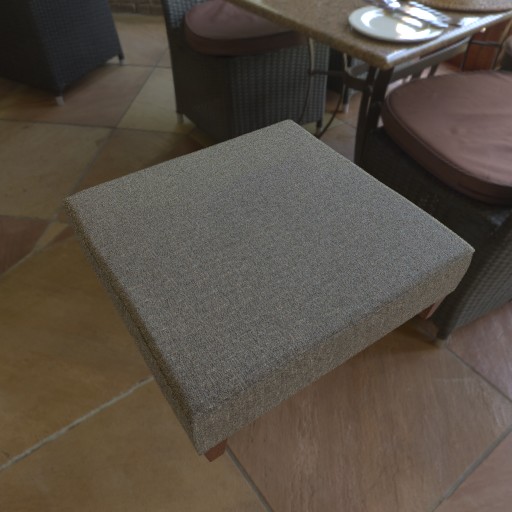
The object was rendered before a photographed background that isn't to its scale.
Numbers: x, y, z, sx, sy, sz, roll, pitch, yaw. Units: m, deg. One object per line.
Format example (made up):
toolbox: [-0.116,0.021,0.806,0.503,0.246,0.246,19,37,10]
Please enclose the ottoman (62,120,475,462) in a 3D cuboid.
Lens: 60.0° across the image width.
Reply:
ottoman: [0.000,0.000,1.561,1.016,0.379,0.981,-26,51,-23]
